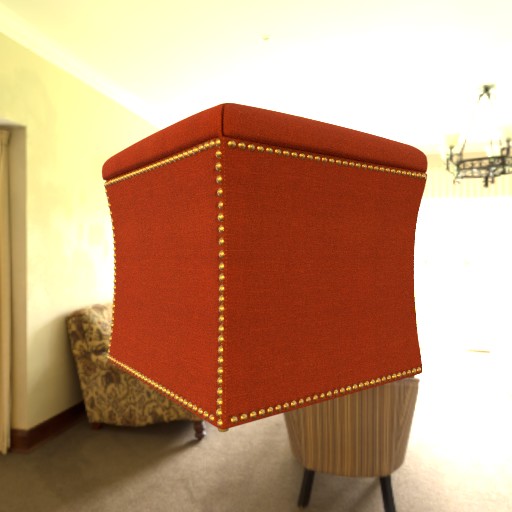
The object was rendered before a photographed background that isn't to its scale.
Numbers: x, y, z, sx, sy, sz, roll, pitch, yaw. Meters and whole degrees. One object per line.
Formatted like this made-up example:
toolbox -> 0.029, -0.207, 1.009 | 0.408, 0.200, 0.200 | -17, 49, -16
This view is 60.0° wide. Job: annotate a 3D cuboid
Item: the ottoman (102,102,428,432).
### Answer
ottoman -> 0.000, 0.000, 0.915 | 0.497, 0.475, 0.507 | -1, 1, -36
